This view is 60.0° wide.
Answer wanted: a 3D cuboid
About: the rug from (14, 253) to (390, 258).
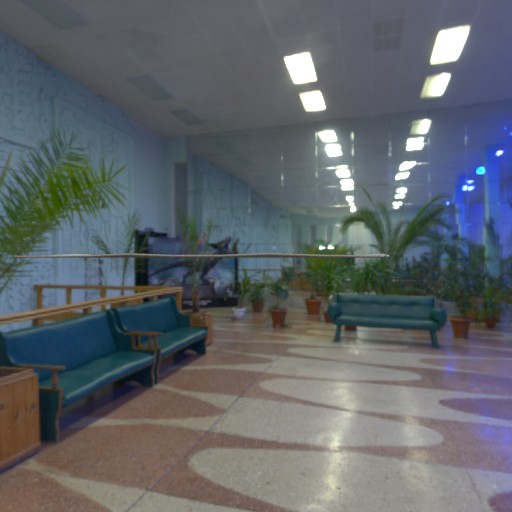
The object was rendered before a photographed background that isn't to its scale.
[{"bbox_3d":[0.000,0.000,4.263,2.428,0.027,3.333,0,0,18],"label":"rug"}]
